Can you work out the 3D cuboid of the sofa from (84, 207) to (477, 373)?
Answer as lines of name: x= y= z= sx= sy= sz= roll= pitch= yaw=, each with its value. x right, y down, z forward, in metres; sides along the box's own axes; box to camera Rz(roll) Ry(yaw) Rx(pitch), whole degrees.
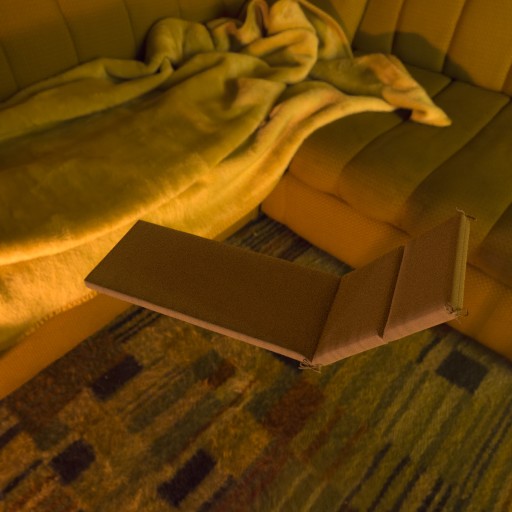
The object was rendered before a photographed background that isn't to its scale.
sofa: x=0.000 y=0.000 z=1.981 sx=1.663 sy=0.622 sz=0.582 roll=16 pitch=47 yaw=15
